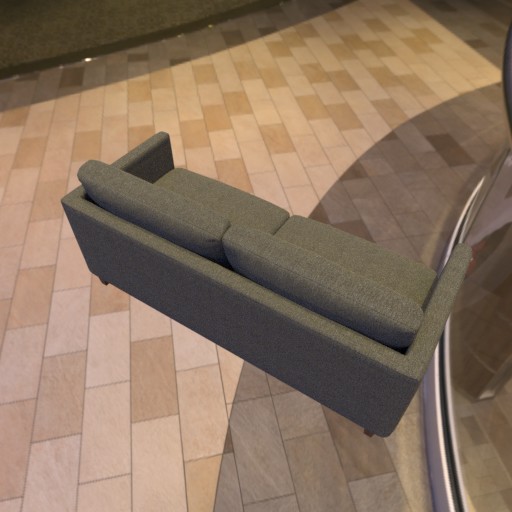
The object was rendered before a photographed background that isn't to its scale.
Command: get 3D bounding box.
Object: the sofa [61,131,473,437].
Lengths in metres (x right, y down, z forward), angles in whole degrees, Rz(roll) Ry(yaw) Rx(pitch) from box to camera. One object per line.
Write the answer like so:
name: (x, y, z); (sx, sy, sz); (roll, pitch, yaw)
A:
sofa: (0.000, 0.000, 2.688); (2.208, 0.965, 0.948); (25, 52, 22)
